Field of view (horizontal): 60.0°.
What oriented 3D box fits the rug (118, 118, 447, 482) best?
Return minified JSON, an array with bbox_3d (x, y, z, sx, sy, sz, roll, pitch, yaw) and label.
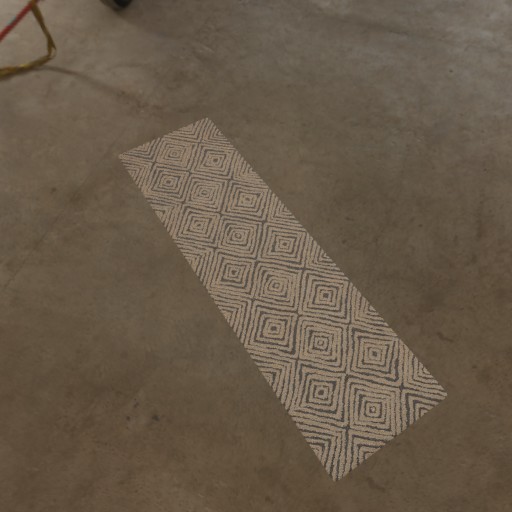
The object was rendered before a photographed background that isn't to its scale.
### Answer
[{"bbox_3d":[0.000,0.000,2.487,0.676,0.008,2.277,-29,62,-17],"label":"rug"}]
